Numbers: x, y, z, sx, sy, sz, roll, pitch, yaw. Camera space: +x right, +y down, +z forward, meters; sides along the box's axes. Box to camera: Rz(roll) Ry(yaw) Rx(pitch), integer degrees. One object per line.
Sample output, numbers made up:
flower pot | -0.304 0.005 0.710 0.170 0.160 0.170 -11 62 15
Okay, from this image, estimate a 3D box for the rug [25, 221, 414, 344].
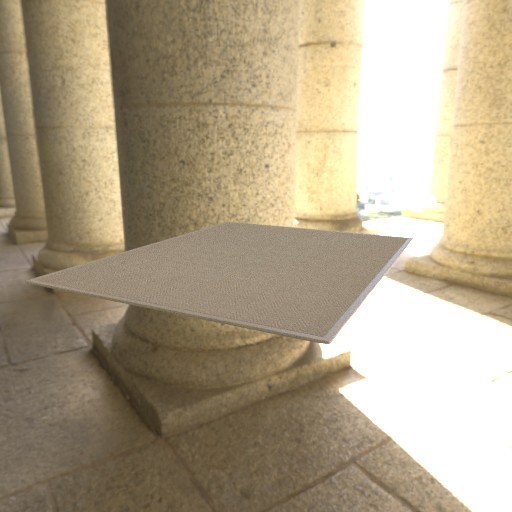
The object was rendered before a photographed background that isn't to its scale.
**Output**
rug | 0.000 0.000 4.150 2.407 0.020 3.051 7 16 26
